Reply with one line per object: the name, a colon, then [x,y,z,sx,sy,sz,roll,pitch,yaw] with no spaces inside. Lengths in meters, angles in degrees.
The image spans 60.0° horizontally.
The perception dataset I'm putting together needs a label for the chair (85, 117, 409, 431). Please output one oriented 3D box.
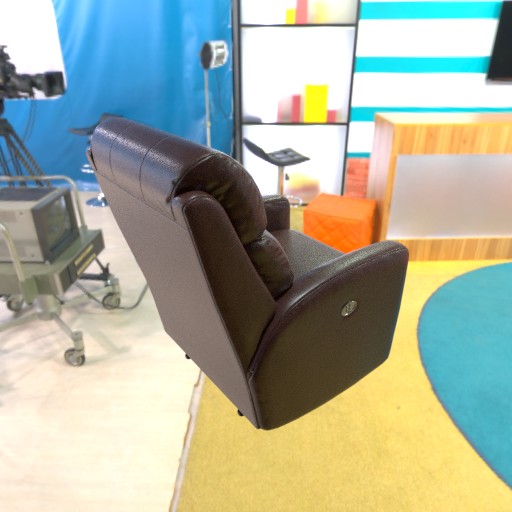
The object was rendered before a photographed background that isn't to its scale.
chair: [0.000,0.000,1.680,0.939,1.016,0.787,-18,32,-32]
